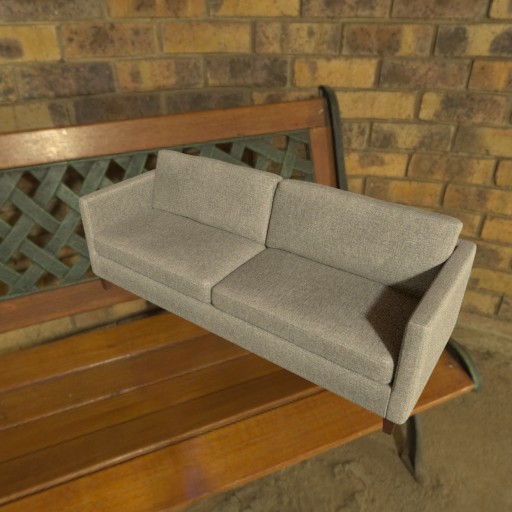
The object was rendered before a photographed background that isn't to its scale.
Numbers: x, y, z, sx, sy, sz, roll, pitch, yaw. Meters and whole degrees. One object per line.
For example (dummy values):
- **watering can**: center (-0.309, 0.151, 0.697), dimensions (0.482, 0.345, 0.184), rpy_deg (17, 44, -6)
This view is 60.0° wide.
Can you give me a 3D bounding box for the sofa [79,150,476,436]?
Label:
- **sofa**: center (0.000, 0.000, 2.911), dimensions (2.434, 0.951, 0.948), rpy_deg (20, 36, 30)
